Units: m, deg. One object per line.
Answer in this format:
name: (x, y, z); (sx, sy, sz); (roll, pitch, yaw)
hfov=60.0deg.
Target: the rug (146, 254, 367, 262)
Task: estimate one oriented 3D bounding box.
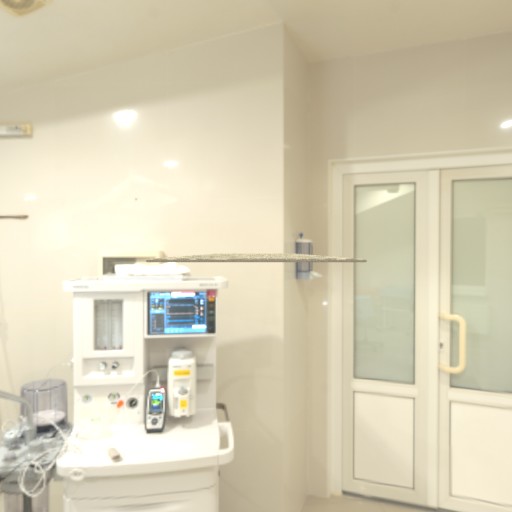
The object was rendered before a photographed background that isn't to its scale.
rug: (0.000, 0.000, 2.419); (0.662, 0.011, 2.196); (0, 1, 0)
